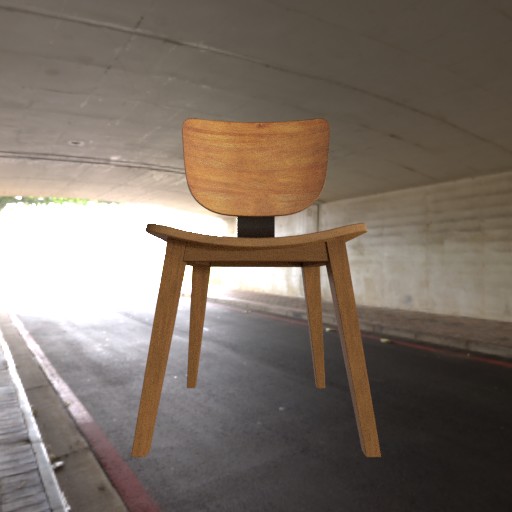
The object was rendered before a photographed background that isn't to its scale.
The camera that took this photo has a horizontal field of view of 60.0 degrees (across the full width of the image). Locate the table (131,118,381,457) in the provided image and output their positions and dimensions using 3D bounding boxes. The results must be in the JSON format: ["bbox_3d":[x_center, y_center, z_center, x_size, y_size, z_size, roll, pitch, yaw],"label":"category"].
[{"bbox_3d":[0.000,0.000,1.131,0.499,0.805,0.500,0,0,0],"label":"table"}]
